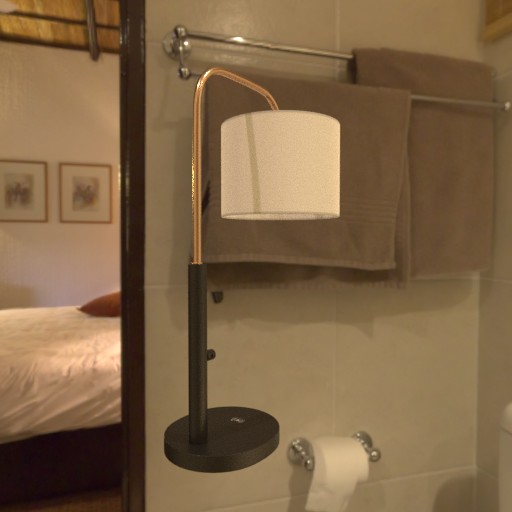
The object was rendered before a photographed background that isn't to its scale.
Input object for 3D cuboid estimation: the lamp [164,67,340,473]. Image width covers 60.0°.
[{"bbox_3d":[0.000,0.000,0.703,0.199,0.540,0.337,1,2,36],"label":"lamp"}]
